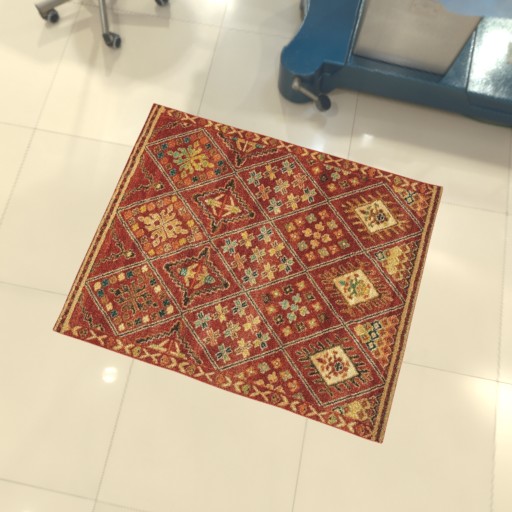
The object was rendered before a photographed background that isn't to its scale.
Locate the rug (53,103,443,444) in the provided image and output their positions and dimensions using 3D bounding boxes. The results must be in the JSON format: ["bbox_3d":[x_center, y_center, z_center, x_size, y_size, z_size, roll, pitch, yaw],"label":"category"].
[{"bbox_3d":[0.000,0.000,4.200,3.086,0.030,2.489,18,76,5],"label":"rug"}]
